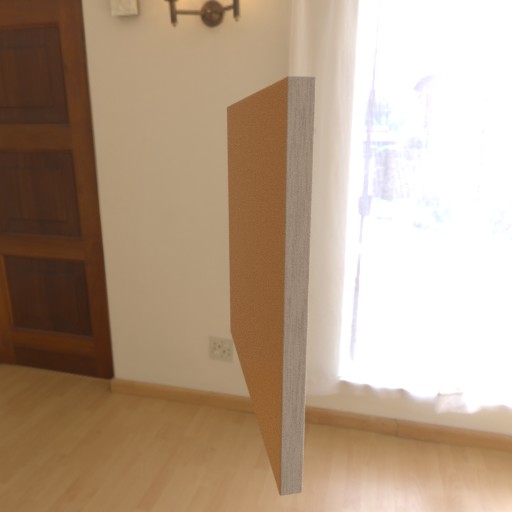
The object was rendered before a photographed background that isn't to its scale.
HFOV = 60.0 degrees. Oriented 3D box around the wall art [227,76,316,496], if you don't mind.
[{"bbox_3d":[0.000,0.000,1.902,0.078,1.288,1.287,-3,15,-10],"label":"wall art"}]
